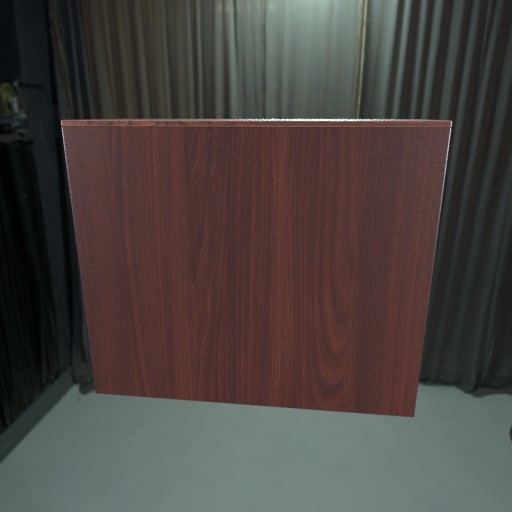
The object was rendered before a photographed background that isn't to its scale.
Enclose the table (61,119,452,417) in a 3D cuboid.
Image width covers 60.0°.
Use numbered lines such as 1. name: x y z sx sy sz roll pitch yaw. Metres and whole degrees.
1. table: 0.000 0.000 1.343 0.930 0.790 0.380 2 18 7
